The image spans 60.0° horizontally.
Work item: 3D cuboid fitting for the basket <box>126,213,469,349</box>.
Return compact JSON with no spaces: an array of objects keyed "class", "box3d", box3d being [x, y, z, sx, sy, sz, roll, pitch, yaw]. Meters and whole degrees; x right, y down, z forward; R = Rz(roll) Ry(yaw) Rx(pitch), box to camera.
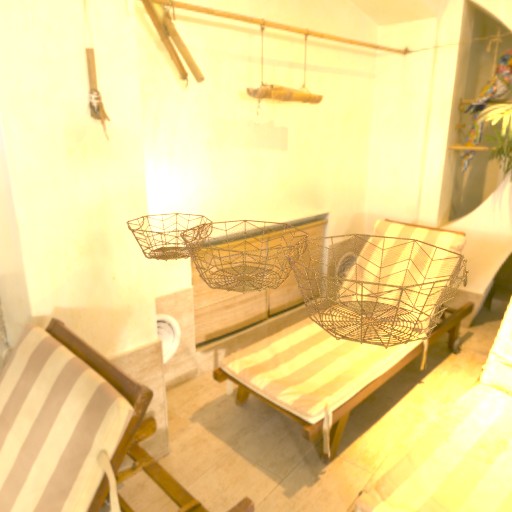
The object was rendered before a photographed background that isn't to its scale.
[{"class":"basket","box3d":[0.000,0.000,1.377,1.245,0.178,0.432,16,23,42]}]
